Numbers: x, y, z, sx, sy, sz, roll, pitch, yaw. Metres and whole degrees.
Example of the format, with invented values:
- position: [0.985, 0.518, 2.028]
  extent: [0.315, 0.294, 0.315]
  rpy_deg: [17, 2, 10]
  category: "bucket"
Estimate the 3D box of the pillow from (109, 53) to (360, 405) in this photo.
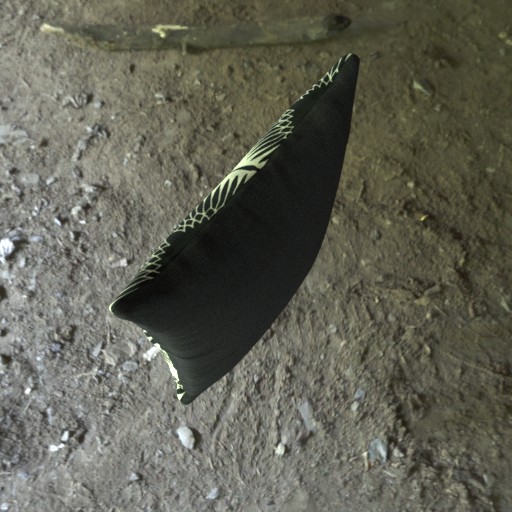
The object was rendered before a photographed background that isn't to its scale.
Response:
- position: [0.000, 0.000, 0.661]
  extent: [0.139, 0.432, 0.432]
  rpy_deg: [32, 66, 16]
  category: "pillow"
